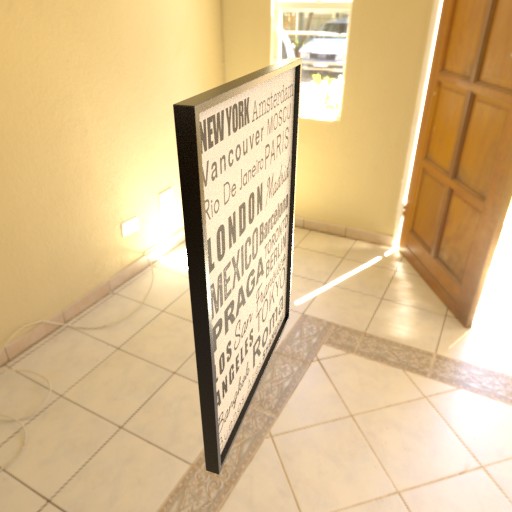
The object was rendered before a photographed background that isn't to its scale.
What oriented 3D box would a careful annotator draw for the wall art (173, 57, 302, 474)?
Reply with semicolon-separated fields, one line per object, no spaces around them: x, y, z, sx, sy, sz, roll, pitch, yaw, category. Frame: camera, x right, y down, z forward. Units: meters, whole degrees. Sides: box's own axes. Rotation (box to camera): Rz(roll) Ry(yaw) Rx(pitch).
0.000;0.000;1.368;0.043;1.046;0.788;10;31;16;wall art
